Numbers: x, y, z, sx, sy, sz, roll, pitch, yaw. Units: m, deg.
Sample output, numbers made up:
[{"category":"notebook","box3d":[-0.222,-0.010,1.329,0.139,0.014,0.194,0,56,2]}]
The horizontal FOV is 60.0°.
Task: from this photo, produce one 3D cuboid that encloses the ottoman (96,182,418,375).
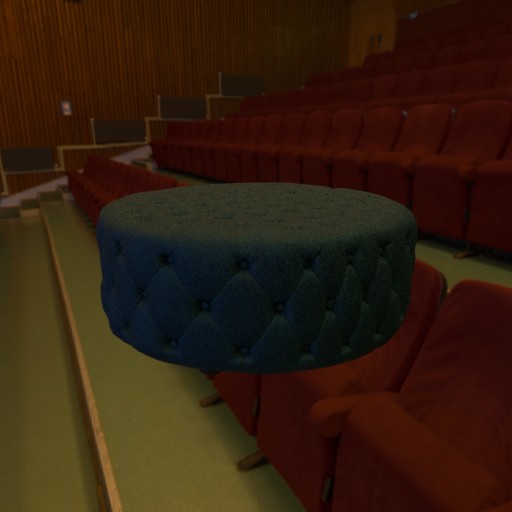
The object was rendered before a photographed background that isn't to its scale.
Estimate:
[{"category":"ottoman","box3d":[0.000,0.000,1.481,0.998,0.398,0.998,0,16,0]}]
